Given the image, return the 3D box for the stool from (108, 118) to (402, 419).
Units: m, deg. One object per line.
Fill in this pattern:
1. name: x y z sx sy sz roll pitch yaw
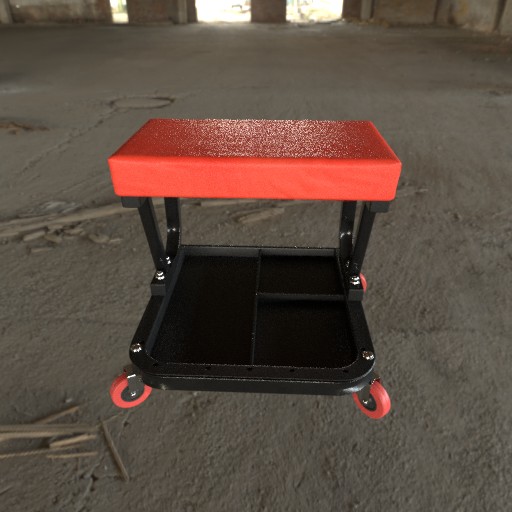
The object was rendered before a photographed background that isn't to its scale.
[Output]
1. stool: 0.000 0.000 0.718 0.446 0.380 0.371 1 30 2
